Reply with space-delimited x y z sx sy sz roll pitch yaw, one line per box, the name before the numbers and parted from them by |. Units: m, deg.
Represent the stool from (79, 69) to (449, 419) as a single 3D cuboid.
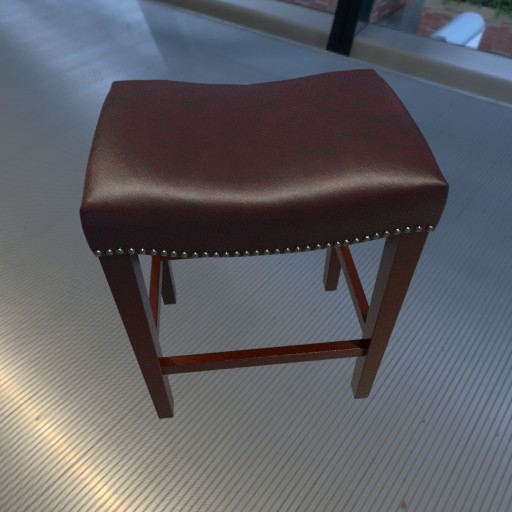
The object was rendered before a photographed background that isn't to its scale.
stool | 0.000 0.000 0.919 0.504 0.657 0.372 -4 47 -4
